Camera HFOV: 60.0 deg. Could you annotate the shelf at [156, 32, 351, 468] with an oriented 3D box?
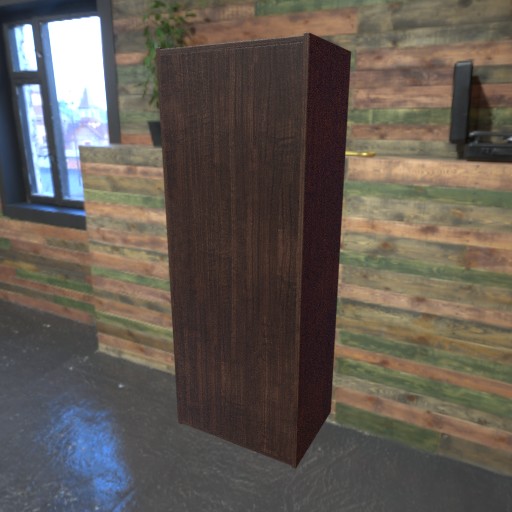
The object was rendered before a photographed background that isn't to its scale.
[{"bbox_3d":[0.000,0.000,1.289,0.415,1.099,0.290,9,19,27],"label":"shelf"}]
